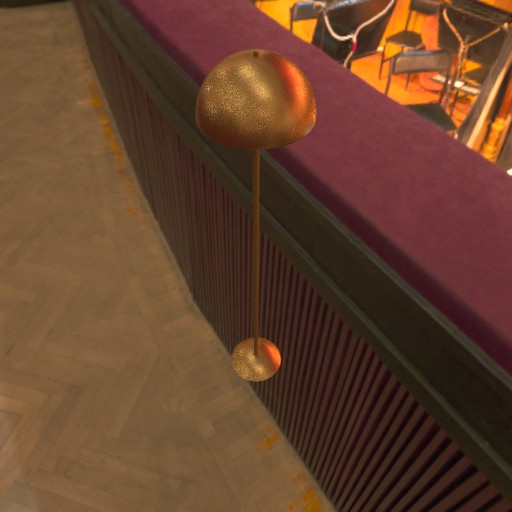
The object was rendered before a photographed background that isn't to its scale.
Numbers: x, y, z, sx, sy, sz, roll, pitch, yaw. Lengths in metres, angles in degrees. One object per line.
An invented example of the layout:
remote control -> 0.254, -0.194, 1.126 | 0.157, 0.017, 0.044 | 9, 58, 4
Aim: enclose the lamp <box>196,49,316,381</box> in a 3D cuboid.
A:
lamp -> 0.000, 0.000, 1.628 | 0.328, 1.480, 0.328 | -24, 52, -21
